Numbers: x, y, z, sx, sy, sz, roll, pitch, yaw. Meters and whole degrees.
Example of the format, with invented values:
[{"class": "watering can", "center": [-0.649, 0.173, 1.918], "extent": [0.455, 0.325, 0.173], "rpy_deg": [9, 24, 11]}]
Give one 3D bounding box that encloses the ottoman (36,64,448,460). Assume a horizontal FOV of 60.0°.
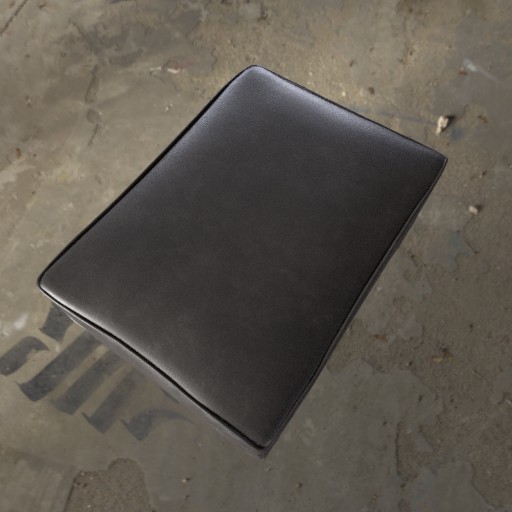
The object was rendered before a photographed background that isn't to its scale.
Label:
[{"class": "ottoman", "center": [0.000, 0.000, 1.085], "extent": [0.554, 0.445, 0.756], "rpy_deg": [32, 68, 15]}]
